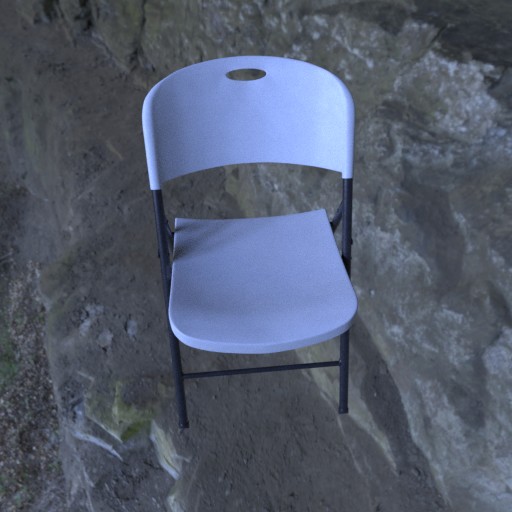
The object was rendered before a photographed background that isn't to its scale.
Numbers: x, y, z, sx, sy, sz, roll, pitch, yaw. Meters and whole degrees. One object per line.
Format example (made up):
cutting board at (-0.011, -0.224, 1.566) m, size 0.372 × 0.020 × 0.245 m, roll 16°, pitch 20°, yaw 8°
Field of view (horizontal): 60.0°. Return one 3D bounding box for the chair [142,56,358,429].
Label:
chair at (0.000, 0.000, 1.163) m, size 0.494 × 0.810 × 0.566 m, roll -4°, pitch 48°, yaw -4°
